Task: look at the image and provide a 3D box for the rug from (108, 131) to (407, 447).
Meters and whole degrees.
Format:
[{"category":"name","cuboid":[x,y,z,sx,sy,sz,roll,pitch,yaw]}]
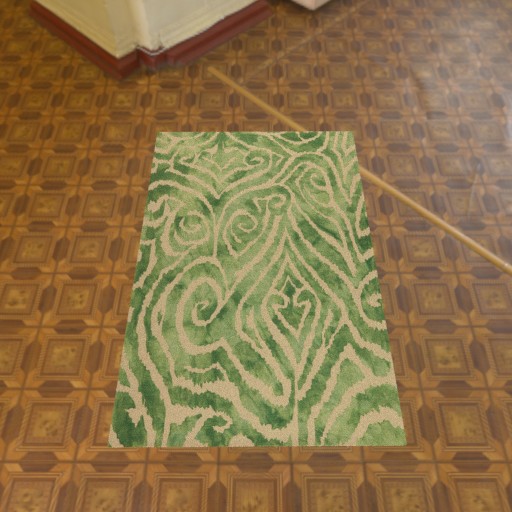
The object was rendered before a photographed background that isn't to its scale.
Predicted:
[{"category":"rug","cuboid":[0.000,0.000,2.288,1.220,0.006,1.826,0,58,0]}]
